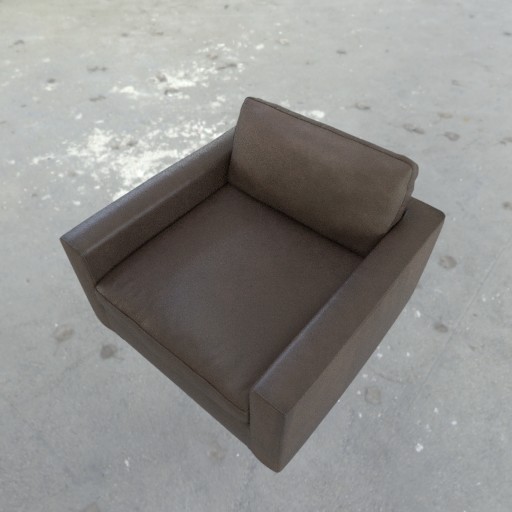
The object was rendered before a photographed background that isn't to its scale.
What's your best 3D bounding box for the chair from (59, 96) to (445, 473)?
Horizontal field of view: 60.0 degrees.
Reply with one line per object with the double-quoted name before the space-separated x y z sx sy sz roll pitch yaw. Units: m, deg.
"chair" 0.000 0.000 1.786 1.100 0.812 1.069 32 55 25
